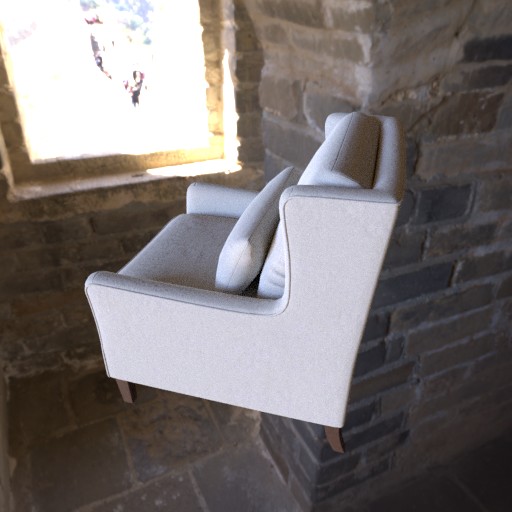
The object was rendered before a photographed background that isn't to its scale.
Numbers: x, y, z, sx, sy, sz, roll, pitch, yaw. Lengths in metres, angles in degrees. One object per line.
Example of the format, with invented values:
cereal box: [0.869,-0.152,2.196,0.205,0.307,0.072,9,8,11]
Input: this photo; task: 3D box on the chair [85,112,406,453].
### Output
chair: [0.000,0.000,1.847,1.040,1.056,0.982,8,31,13]
